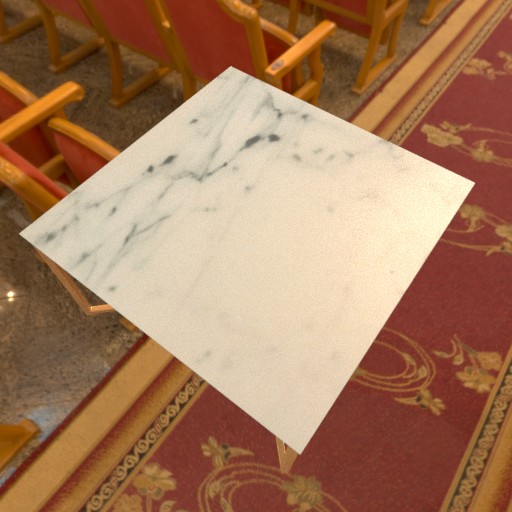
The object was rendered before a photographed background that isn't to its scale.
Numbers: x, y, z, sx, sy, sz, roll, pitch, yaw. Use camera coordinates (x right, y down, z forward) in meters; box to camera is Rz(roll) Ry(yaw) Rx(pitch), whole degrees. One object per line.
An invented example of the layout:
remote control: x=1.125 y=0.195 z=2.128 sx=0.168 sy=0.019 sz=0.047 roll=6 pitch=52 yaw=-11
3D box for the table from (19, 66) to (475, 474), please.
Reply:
table: x=0.000 y=0.000 z=1.279 sx=0.800 sy=0.450 sz=0.800 roll=33 pitch=63 yaw=19
